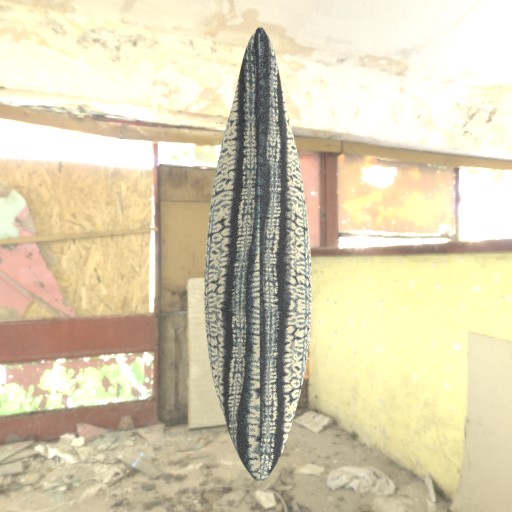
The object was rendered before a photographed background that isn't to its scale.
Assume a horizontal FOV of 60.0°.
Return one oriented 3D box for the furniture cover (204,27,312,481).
[{"bbox_3d":[0.000,0.000,0.631,0.133,0.435,0.425,0,-1,-1],"label":"furniture cover"}]
